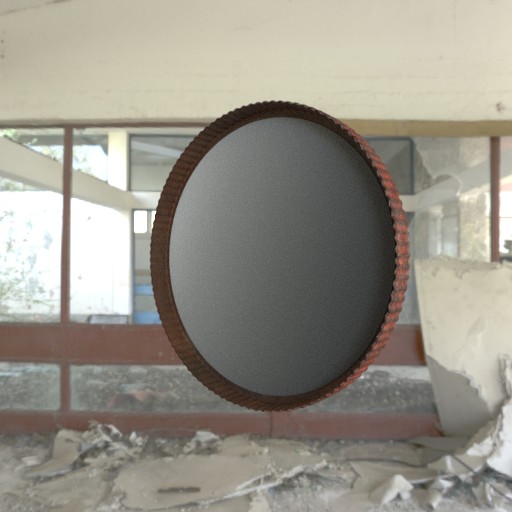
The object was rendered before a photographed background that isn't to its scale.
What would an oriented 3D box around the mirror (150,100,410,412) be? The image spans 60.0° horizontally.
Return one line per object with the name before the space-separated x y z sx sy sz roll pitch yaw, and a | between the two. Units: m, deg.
mirror | 0.000 0.000 0.902 0.609 0.609 0.056 -1 -1 38
